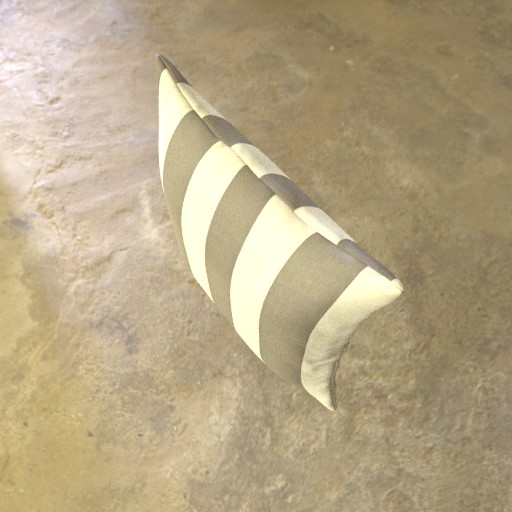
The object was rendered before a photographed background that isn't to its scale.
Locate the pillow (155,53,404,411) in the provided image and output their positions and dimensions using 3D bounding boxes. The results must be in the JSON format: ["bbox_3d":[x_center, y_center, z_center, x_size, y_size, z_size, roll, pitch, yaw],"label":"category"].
[{"bbox_3d":[0.000,0.000,0.786,0.192,0.507,0.522,-32,63,-19],"label":"pillow"}]
